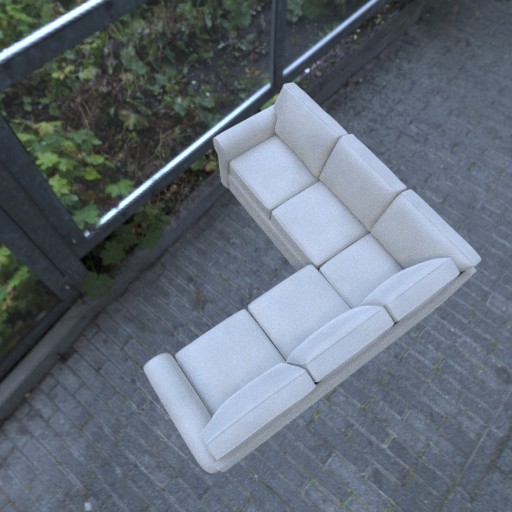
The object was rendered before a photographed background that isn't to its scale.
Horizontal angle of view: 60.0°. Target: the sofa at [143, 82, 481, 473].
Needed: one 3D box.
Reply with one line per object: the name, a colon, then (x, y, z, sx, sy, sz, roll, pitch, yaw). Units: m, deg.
sofa: (0.000, 0.000, 3.875, 2.569, 1.054, 2.487, -33, 68, -15)
